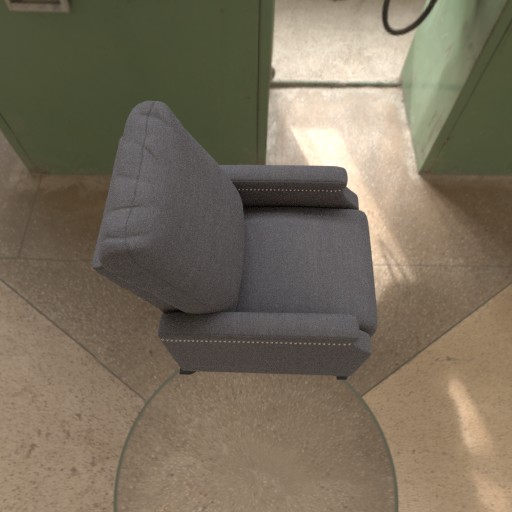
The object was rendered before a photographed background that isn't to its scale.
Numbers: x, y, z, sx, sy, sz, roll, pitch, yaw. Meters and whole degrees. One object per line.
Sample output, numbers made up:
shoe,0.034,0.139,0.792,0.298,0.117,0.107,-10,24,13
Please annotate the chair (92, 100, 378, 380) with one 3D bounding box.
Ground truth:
chair,0.000,0.000,1.683,0.922,1.049,0.710,2,63,1
